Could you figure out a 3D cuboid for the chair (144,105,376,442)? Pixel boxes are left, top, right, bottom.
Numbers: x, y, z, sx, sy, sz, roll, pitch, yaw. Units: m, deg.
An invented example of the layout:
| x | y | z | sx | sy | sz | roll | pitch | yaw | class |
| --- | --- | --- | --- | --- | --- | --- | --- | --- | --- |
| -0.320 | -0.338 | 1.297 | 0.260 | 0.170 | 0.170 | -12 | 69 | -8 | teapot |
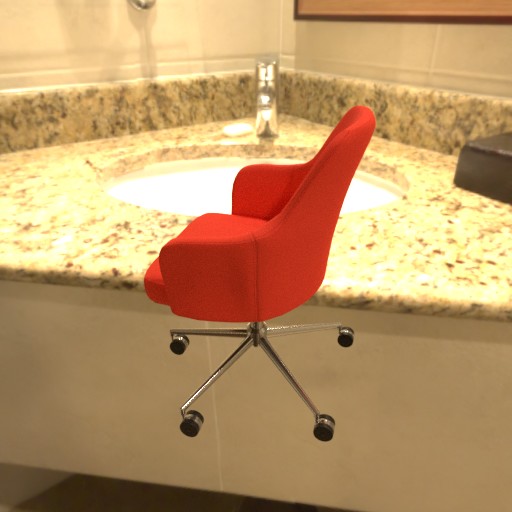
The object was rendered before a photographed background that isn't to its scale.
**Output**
| x | y | z | sx | sy | sz | roll | pitch | yaw | class |
| --- | --- | --- | --- | --- | --- | --- | --- | --- | --- |
| 0.000 | 0.000 | 1.270 | 0.600 | 0.820 | 0.655 | 8 | 30 | 14 | chair |
